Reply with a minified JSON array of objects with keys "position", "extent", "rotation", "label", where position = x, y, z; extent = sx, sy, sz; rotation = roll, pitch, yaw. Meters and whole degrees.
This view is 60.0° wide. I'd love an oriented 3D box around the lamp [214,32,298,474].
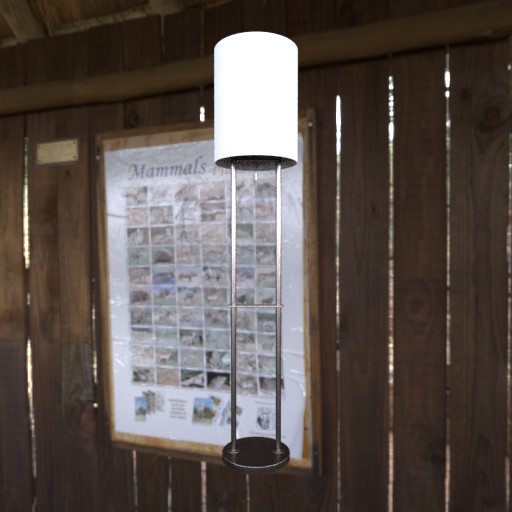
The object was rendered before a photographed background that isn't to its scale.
[{"position":[0.000,0.000,1.640],"extent":[0.306,1.500,0.305],"rotation":[0,1,0],"label":"lamp"}]
